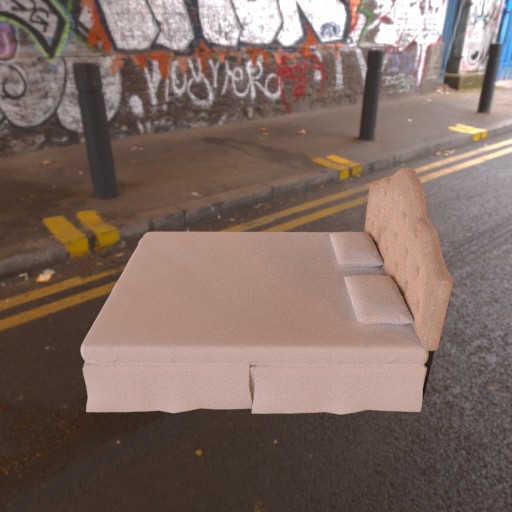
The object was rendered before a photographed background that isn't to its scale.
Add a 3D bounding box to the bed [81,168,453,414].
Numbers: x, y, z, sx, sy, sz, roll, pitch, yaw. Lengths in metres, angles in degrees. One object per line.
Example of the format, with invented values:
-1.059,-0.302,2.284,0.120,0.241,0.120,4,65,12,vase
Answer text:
0.000,0.000,2.997,1.970,1.194,1.667,0,27,1,bed
